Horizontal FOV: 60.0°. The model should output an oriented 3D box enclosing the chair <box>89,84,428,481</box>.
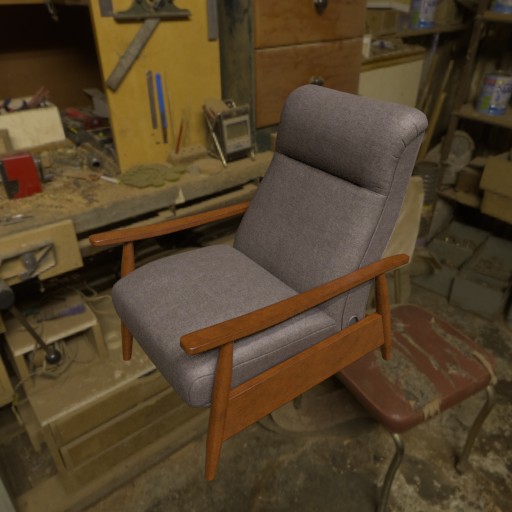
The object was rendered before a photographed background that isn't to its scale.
[{"bbox_3d":[0.000,0.000,1.708,1.014,1.081,0.762,-22,38,-31],"label":"chair"}]
